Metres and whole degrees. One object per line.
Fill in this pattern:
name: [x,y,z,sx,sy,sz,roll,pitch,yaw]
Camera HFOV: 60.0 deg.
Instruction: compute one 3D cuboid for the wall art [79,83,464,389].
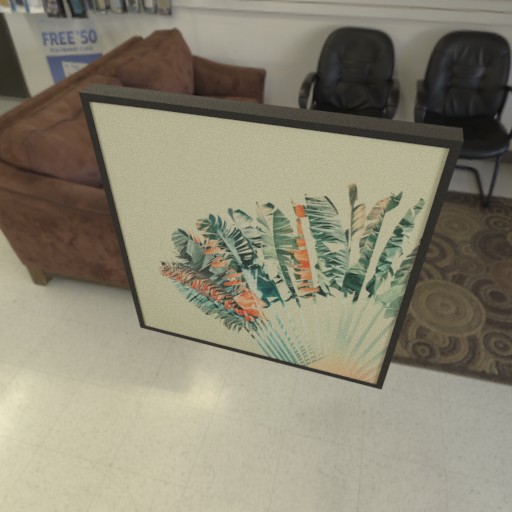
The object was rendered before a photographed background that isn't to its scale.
wall art: [0.000,0.000,0.743,0.509,0.507,0.037,12,42,13]
